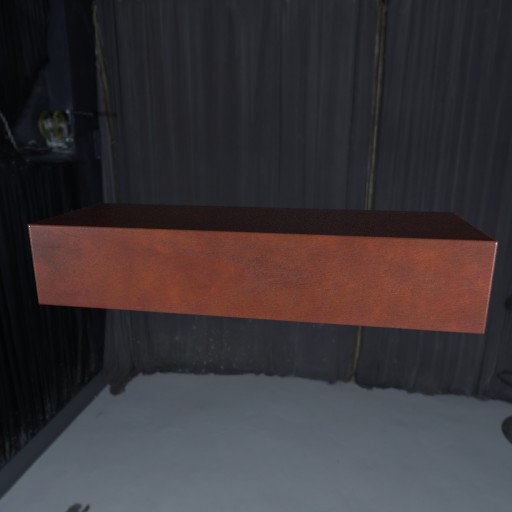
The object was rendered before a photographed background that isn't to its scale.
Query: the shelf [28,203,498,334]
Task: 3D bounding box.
[{"bbox_3d":[0.000,0.000,0.510,0.457,0.088,0.152,3,16,9],"label":"shelf"}]
